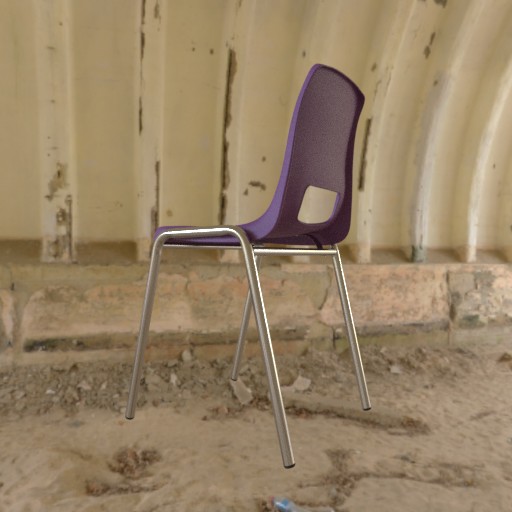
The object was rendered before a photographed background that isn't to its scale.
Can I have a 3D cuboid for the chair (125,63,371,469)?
[{"bbox_3d":[0.000,0.000,0.983,0.432,0.704,0.381,0,0,36],"label":"chair"}]
